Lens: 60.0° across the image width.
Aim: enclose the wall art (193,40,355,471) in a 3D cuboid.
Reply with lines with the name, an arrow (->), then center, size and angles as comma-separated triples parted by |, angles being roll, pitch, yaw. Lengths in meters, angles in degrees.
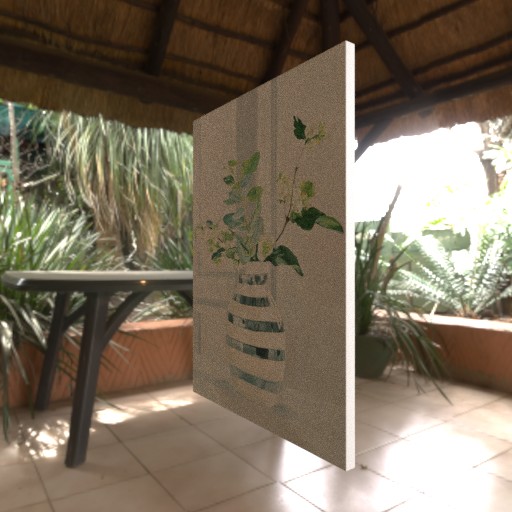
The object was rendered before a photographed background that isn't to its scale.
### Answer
wall art -> 0.000, 0.000, 1.626 | 0.038, 1.212, 0.914 | 0, 0, -36
